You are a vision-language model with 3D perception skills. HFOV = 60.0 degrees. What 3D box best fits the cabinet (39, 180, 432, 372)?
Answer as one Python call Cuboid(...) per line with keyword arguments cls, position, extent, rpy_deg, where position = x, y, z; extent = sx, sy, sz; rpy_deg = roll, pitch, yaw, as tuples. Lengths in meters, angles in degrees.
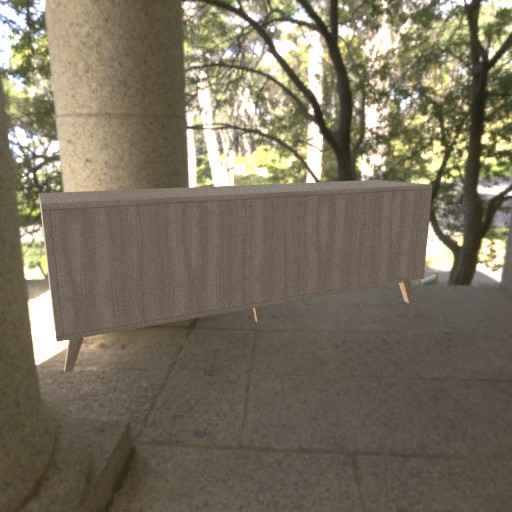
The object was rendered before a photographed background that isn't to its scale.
Cuboid(cls="cabinet", position=(0.000, 0.000, 2.581), extent=(2.198, 0.779, 0.499), rpy_deg=(-7, 15, -26))
